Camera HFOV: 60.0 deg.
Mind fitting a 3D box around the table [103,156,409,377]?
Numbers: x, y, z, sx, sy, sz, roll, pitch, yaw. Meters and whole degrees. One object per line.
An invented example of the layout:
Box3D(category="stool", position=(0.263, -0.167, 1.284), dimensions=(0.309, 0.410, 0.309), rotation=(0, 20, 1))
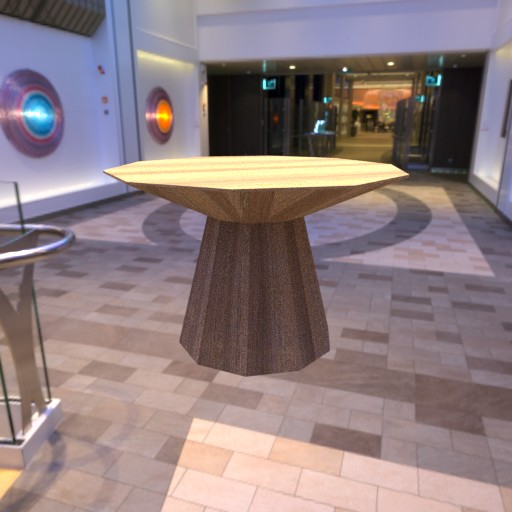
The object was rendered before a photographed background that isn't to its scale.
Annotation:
Box3D(category="table", position=(0.000, 0.000, 1.906), dimensions=(1.186, 0.752, 1.186), rotation=(0, 17, 0))
